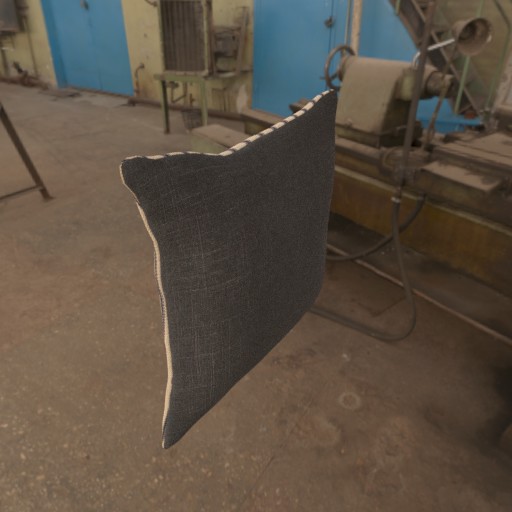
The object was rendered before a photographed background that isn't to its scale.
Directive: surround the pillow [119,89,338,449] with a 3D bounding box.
[{"bbox_3d":[0.000,0.000,0.705,0.138,0.444,0.468,20,37,29],"label":"pillow"}]
